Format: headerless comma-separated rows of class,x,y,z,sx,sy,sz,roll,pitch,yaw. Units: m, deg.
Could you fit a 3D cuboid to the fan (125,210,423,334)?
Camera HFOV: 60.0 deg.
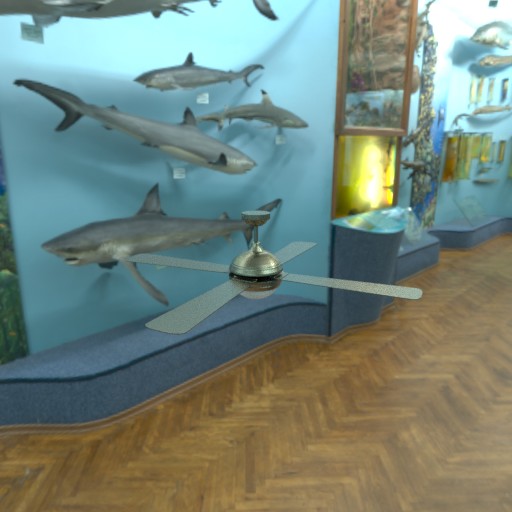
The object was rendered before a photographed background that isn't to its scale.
fan,0.000,0.000,1.937,1.321,0.381,1.321,-14,20,-43
